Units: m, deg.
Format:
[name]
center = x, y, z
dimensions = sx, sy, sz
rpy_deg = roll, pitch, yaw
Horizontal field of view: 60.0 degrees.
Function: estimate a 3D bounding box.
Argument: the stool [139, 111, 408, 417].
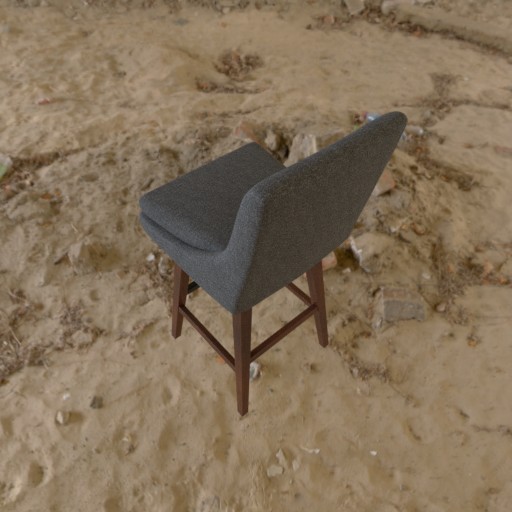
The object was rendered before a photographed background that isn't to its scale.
[stool]
center = 0.000, 0.000, 1.404
dimensions = 0.489, 1.068, 0.572
rpy_deg = -33, 55, -26
